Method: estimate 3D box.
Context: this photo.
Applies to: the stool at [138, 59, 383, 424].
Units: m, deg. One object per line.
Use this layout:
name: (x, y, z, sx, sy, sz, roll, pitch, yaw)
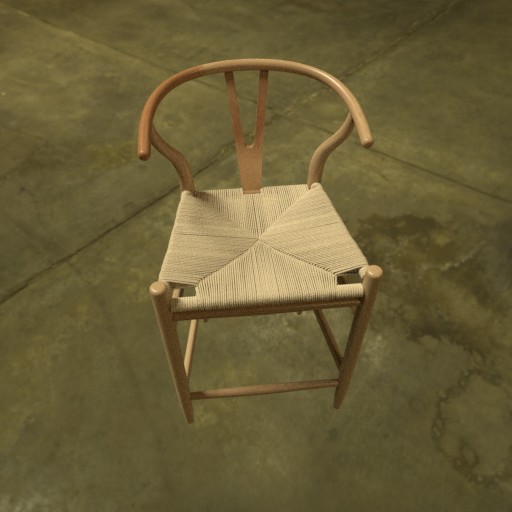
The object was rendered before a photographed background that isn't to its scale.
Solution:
stool: (0.000, 0.000, 1.305, 0.536, 0.923, 0.575, -4, 46, -4)
